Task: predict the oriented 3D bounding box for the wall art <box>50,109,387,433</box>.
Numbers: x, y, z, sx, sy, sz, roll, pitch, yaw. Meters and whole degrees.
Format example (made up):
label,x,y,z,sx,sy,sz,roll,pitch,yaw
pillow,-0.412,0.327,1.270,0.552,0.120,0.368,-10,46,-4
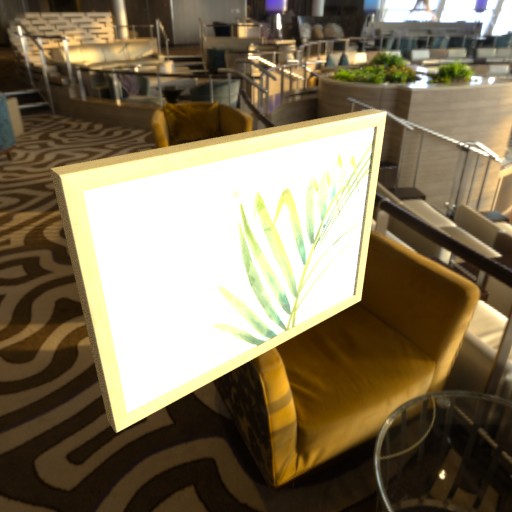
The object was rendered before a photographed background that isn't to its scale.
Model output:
label,x,y,z,sx,sy,sz,roll,pitch,yaw
wall art,0.000,0.000,0.695,0.533,0.381,0.032,-21,35,-33
